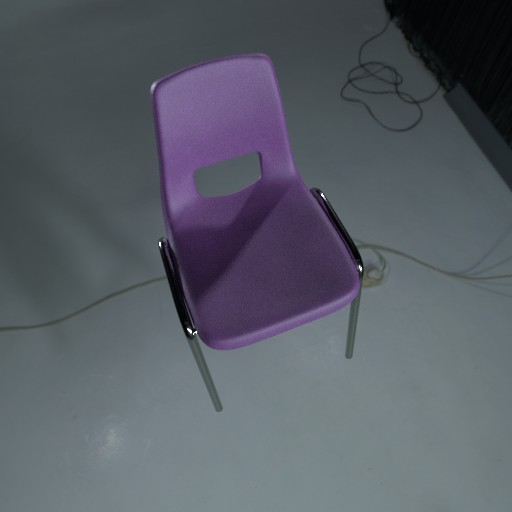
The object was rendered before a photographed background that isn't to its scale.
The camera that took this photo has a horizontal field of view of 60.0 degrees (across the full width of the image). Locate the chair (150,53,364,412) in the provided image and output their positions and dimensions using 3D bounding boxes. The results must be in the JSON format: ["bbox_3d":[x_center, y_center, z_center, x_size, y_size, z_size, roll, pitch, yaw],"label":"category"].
[{"bbox_3d":[0.000,0.000,0.936,0.381,0.654,0.432,-19,64,-10],"label":"chair"}]
